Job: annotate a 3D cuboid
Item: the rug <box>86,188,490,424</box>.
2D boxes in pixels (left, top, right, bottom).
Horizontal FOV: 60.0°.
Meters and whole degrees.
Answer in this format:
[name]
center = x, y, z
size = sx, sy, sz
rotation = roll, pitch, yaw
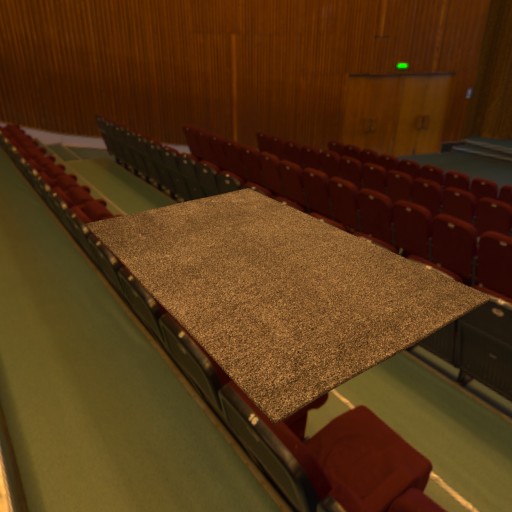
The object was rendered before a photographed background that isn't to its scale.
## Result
[rug]
center = 0.000, 0.000, 2.892
size = 1.501, 0.025, 2.352
rotation = -18, 32, -31
